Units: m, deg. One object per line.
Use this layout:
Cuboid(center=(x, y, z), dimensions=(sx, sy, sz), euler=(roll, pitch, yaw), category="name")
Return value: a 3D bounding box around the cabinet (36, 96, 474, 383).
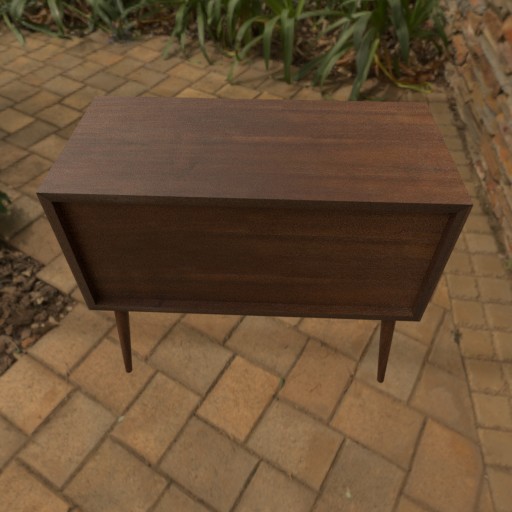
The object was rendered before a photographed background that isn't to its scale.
Cuboid(center=(0.000, 0.000, 1.110), dimensions=(0.743, 0.654, 0.354), euler=(2, 46, 2), category="cabinet")
